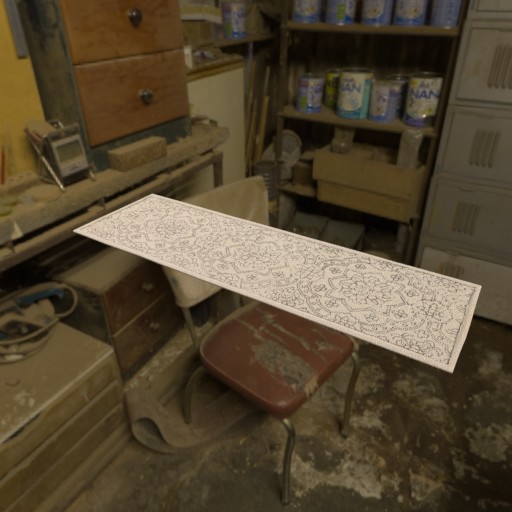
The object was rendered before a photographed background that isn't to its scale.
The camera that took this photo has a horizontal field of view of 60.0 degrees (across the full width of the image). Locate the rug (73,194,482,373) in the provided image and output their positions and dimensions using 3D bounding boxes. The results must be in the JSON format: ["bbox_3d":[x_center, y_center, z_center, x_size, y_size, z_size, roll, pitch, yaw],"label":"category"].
[{"bbox_3d":[0.000,0.000,2.705,2.448,0.012,0.769,18,35,27],"label":"rug"}]
